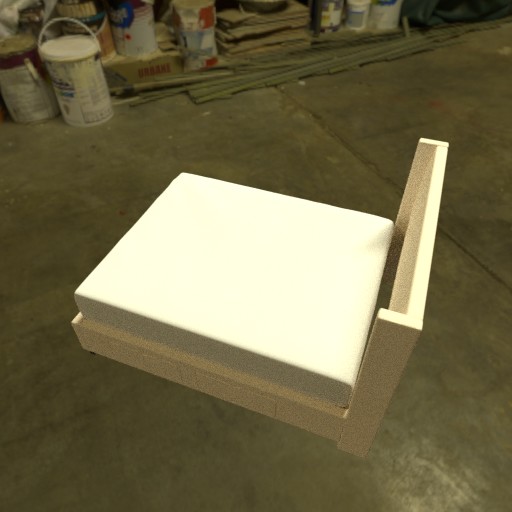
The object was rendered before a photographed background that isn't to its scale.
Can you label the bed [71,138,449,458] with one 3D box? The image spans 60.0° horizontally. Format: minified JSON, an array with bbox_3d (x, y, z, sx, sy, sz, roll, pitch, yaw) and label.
[{"bbox_3d":[0.000,0.000,3.381,2.280,1.471,1.765,15,46,15],"label":"bed"}]
